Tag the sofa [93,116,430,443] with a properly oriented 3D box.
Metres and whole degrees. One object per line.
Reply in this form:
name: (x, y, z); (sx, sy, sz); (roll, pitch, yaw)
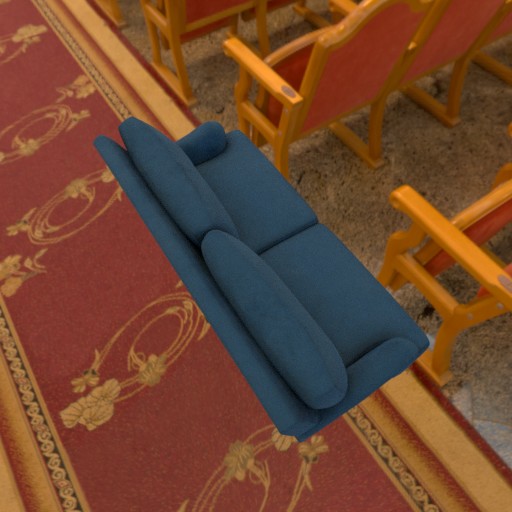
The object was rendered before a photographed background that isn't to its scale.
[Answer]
sofa: (0.000, 0.000, 2.826); (1.084, 1.101, 2.141); (-29, 63, -17)
